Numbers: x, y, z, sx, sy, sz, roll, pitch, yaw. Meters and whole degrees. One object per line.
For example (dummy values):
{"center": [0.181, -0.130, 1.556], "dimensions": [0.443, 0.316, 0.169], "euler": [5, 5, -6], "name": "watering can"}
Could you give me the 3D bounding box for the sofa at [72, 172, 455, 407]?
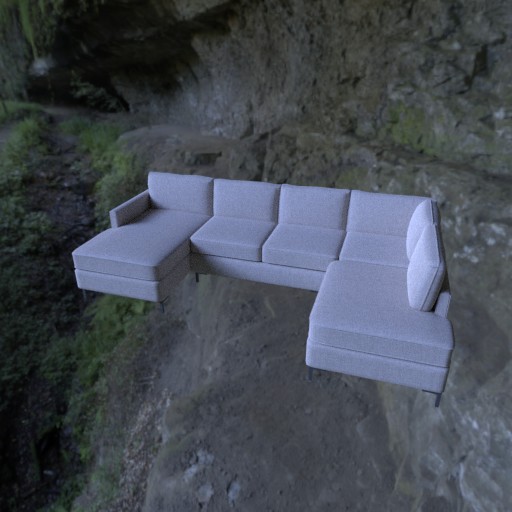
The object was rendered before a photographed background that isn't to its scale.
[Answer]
{"center": [0.000, 0.000, 4.272], "dimensions": [3.423, 0.996, 2.021], "euler": [8, 27, 16], "name": "sofa"}
